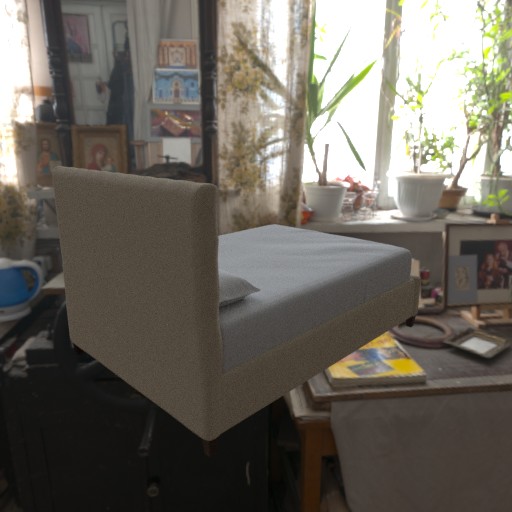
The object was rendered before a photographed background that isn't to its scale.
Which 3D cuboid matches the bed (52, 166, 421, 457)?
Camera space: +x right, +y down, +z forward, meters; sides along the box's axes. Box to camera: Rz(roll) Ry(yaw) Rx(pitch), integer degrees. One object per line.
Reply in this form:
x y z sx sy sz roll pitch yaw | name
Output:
0.000 0.000 3.496 1.698 1.427 2.387 15 21 43 | bed
